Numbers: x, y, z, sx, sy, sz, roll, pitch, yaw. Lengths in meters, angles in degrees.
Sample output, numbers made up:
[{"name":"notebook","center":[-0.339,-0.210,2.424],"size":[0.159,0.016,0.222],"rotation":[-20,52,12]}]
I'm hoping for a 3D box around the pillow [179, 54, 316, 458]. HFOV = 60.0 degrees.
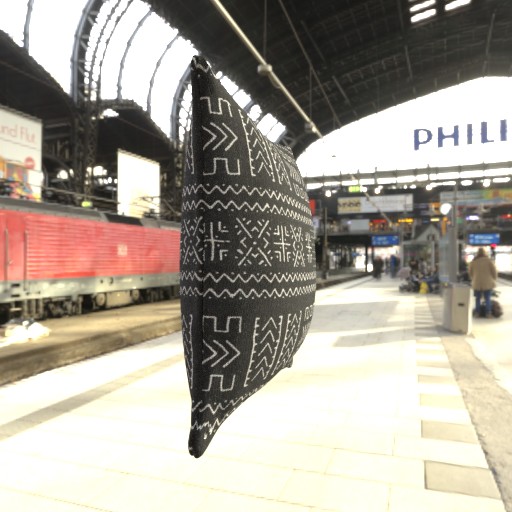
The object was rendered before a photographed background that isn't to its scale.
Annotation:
[{"name":"pillow","center":[0.000,0.000,0.662],"size":[0.164,0.430,0.438],"rotation":[0,-1,17]}]
